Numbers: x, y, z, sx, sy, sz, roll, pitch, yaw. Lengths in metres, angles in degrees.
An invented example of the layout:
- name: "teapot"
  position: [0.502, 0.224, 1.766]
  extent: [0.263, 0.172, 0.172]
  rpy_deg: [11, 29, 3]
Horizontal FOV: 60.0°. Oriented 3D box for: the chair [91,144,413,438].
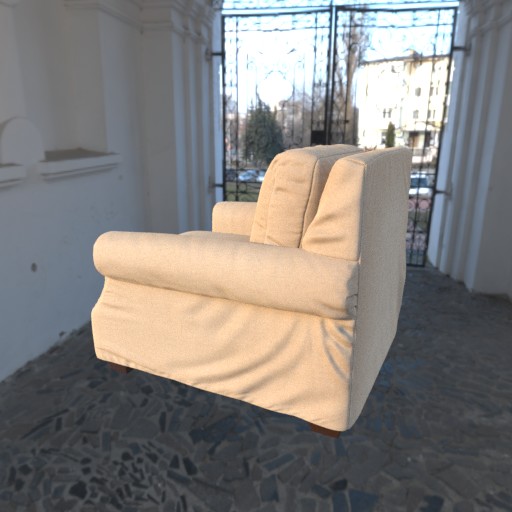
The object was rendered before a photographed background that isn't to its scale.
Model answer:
- name: "chair"
  position: [0.000, 0.000, 1.766]
  extent: [1.066, 0.866, 0.940]
  rpy_deg: [8, 18, 26]
